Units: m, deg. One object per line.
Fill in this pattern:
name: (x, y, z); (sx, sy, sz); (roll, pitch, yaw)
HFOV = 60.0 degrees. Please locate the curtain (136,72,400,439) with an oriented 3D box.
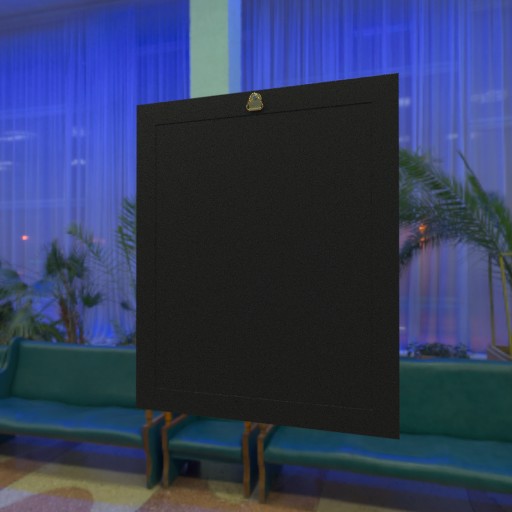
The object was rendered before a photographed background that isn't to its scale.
curtain: (0.000, 0.000, 0.786); (0.483, 0.585, 0.027); (0, 0, 18)
